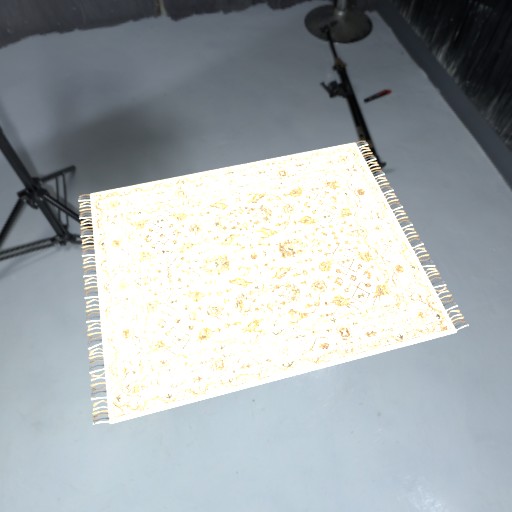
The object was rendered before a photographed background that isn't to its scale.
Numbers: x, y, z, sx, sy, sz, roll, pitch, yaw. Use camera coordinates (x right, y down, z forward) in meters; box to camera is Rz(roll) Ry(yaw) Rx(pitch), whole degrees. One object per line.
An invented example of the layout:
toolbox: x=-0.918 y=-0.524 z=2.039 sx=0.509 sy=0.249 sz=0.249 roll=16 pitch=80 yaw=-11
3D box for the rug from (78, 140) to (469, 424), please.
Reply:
rug: x=0.000 y=0.000 z=2.270 sx=1.726 sy=0.009 sz=1.278 roll=-13 pitch=59 yaw=-8
